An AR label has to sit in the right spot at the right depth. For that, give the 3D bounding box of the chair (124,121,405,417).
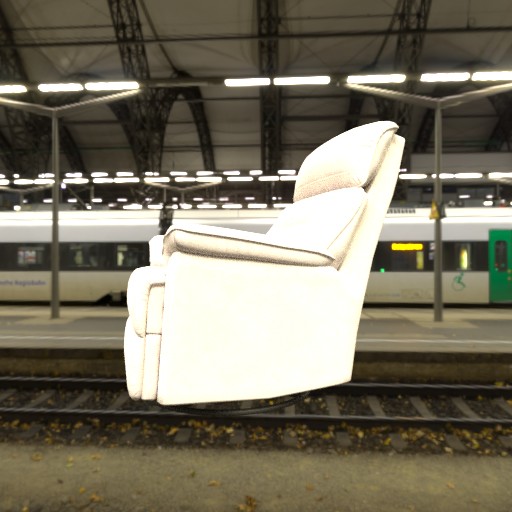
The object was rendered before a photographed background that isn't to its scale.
[{"bbox_3d":[0.000,0.000,1.773,1.001,1.039,0.820,0,0,-17],"label":"chair"}]
